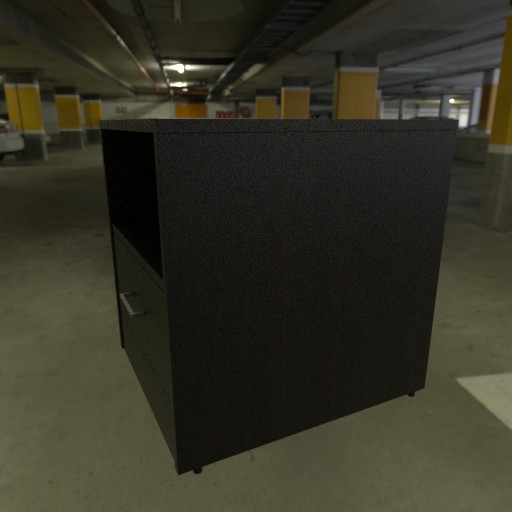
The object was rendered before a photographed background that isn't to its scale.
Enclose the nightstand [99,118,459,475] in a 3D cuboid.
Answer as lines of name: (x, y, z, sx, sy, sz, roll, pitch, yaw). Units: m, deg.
nightstand: (0.000, 0.000, 0.783, 0.461, 0.460, 0.400, -8, 19, -26)
